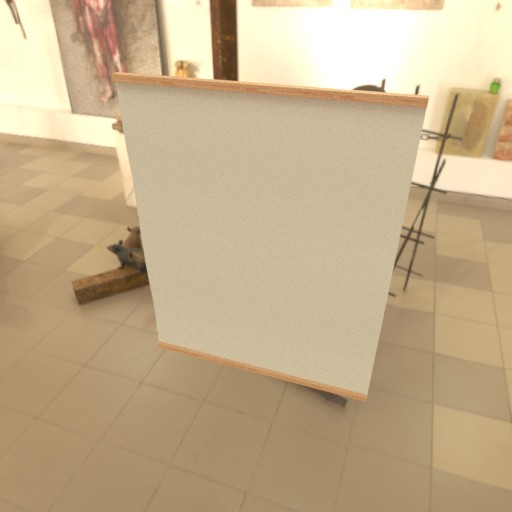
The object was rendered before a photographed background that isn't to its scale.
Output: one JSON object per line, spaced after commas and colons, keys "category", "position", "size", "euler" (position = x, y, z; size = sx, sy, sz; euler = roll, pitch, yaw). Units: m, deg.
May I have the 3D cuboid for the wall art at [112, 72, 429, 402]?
{"category": "wall art", "position": [0.000, 0.000, 0.686], "size": [0.406, 0.508, 0.013], "euler": [11, 35, 16]}
